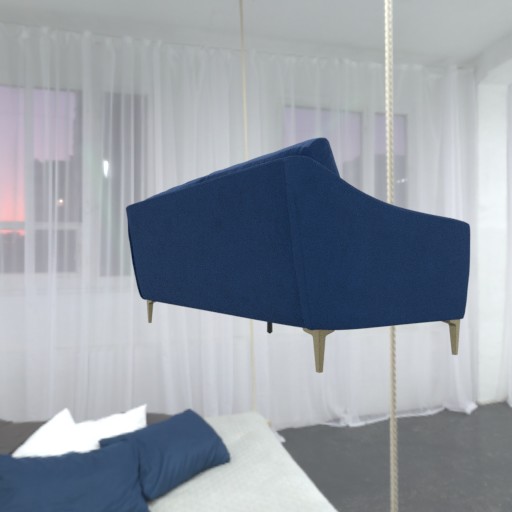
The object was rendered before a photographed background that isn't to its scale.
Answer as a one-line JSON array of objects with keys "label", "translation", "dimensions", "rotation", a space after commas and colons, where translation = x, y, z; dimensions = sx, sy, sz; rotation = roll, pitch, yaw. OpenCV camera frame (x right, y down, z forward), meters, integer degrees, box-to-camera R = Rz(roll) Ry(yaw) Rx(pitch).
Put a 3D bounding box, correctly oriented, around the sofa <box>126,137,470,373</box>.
[{"label": "sofa", "translation": [0.000, 0.000, 2.538], "dimensions": [0.960, 0.903, 2.036], "rotation": [1, -1, -35]}]
